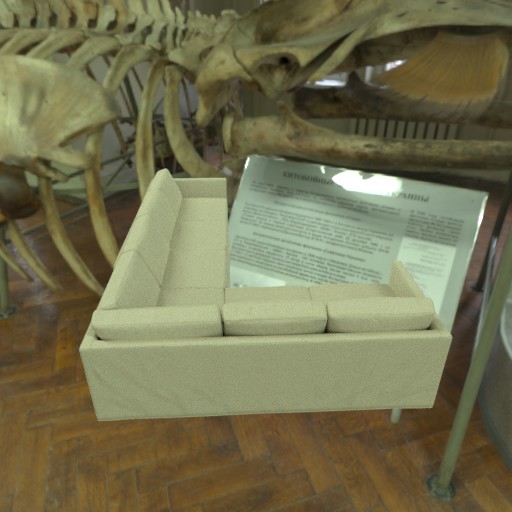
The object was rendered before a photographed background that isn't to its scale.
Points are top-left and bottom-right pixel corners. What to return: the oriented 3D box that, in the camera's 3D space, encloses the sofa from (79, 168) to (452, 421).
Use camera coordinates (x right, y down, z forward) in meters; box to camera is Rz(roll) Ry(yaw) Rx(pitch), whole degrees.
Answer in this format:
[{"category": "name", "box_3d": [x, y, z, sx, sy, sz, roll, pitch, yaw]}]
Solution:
[{"category": "sofa", "box_3d": [0.000, 0.000, 4.334, 2.432, 0.871, 3.182, -1, 29, -3]}]
